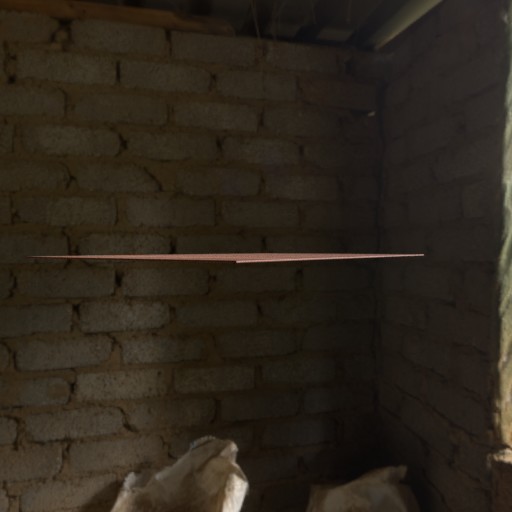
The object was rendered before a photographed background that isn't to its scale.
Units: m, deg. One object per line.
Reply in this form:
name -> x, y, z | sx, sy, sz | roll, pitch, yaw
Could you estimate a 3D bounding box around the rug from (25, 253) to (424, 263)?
rug -> 0.000, 0.000, 2.350 | 1.217, 0.007, 1.828 | 1, 1, 37
